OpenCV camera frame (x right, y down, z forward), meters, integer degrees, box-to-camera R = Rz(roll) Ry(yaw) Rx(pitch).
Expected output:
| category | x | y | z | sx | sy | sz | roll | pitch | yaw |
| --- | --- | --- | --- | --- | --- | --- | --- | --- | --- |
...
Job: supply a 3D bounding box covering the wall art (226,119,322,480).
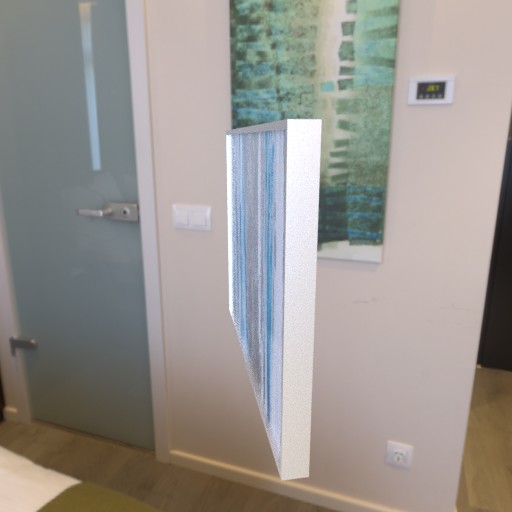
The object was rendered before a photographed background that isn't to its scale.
| category | x | y | z | sx | sy | sz | roll | pitch | yaw |
| --- | --- | --- | --- | --- | --- | --- | --- | --- | --- |
| wall art | 0.000 | 0.000 | 1.435 | 0.066 | 0.801 | 1.056 | -3 | 15 | -10 |
